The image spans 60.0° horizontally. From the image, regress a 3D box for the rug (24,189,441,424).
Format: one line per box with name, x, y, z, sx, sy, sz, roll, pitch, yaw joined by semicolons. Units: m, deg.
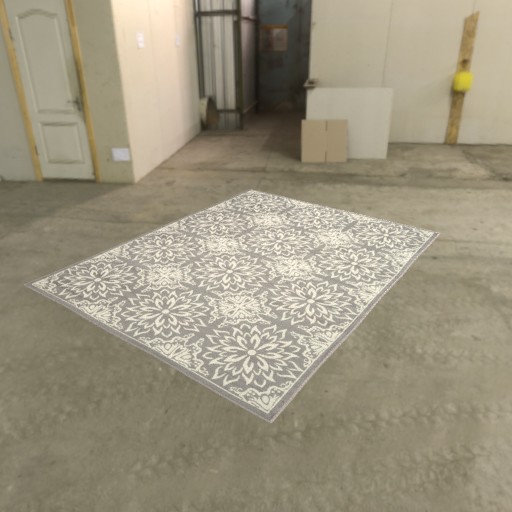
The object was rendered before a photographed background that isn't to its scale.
rug;0.000;0.000;3.943;2.363;0.012;2.980;18;32;32
